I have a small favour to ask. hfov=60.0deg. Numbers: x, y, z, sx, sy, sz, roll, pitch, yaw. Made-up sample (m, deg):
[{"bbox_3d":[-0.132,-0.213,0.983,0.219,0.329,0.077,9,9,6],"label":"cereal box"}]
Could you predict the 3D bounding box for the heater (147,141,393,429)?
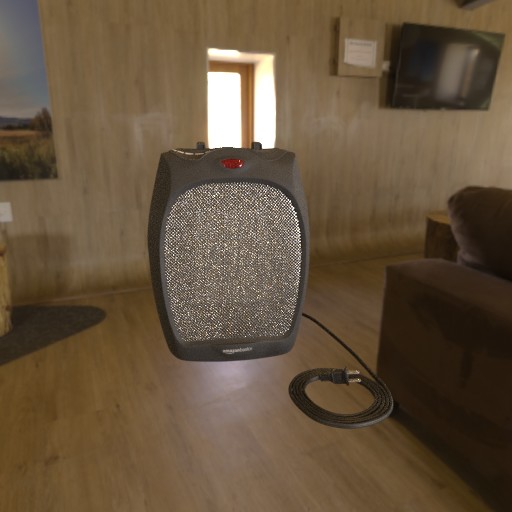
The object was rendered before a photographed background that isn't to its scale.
[{"bbox_3d":[0.000,0.000,0.483,0.239,0.240,0.291,-2,15,-8],"label":"heater"}]
